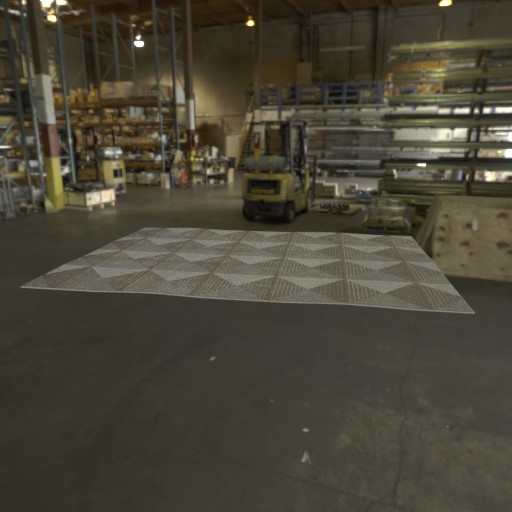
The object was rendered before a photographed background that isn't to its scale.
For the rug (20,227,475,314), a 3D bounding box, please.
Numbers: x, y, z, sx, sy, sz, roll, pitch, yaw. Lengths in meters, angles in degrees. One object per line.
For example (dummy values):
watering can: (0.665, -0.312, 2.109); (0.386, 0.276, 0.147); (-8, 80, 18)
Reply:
rug: (0.000, 0.000, 4.351); (3.333, 0.027, 2.428); (2, 15, 9)
